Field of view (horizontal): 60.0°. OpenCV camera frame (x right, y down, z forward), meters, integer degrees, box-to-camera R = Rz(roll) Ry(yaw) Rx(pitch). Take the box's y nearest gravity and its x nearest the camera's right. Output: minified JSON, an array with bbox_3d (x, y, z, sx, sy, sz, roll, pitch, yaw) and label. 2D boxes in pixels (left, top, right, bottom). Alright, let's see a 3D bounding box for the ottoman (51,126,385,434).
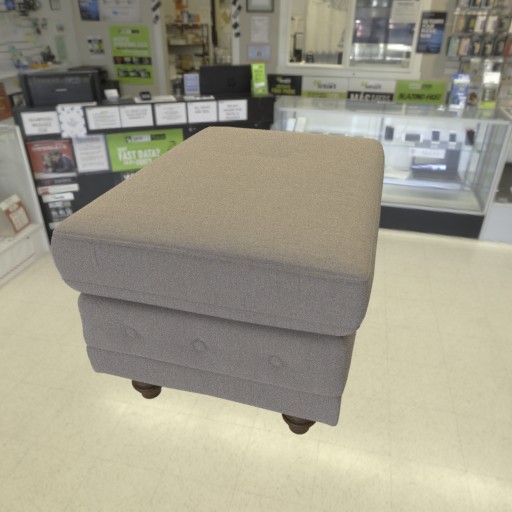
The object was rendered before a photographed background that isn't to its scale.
[{"bbox_3d":[0.000,0.000,1.121,0.569,0.500,0.771,8,31,14],"label":"ottoman"}]
